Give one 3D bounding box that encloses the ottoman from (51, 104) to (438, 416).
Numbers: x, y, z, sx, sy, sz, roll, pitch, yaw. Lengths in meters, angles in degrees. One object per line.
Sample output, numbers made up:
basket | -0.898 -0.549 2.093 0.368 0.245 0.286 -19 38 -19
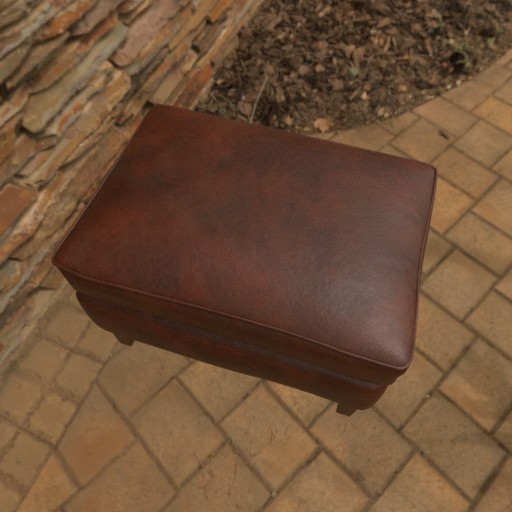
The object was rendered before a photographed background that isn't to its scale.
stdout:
ottoman | 0.000 0.000 0.994 0.665 0.432 0.501 15 59 9
